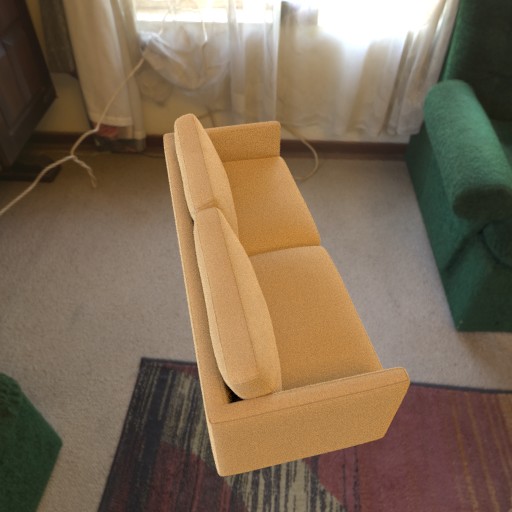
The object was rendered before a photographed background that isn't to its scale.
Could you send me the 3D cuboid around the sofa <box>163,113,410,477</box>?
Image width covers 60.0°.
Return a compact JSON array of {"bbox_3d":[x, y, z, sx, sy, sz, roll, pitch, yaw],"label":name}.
[{"bbox_3d":[0.000,0.000,2.882,0.951,0.968,2.361,-9,47,-9],"label":"sofa"}]
